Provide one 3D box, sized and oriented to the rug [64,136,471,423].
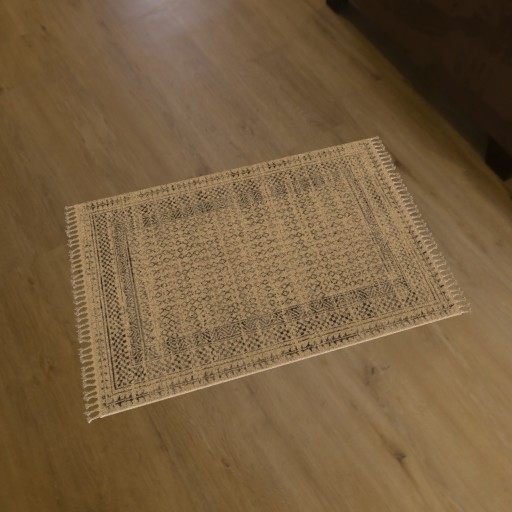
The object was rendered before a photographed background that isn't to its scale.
[{"bbox_3d":[0.000,0.000,3.035,2.486,0.013,1.548,-14,64,-7],"label":"rug"}]
